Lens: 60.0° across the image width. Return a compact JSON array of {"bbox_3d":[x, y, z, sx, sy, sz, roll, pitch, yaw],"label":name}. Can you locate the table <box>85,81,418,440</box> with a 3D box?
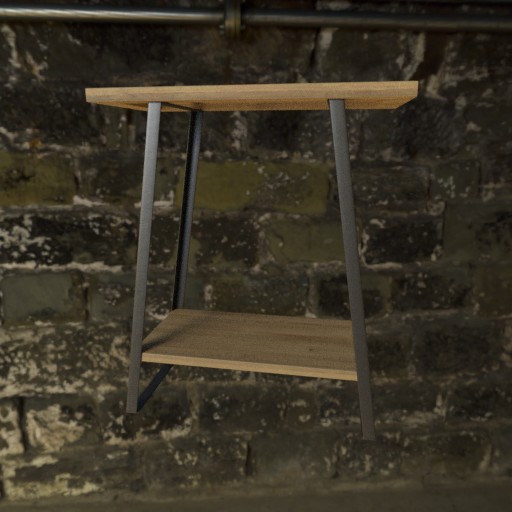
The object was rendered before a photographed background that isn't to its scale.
[{"bbox_3d":[0.000,0.000,1.012,0.599,0.701,0.300,3,15,10],"label":"table"}]
